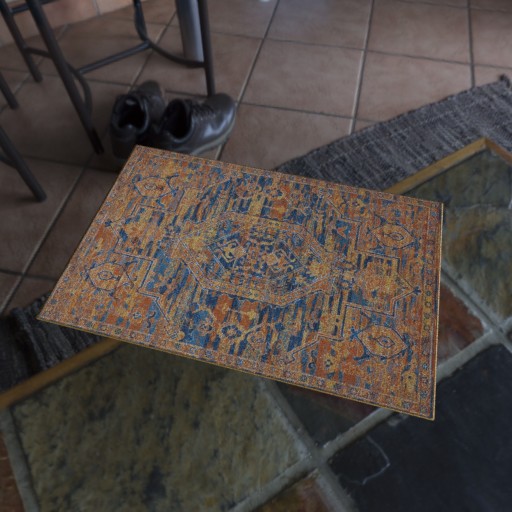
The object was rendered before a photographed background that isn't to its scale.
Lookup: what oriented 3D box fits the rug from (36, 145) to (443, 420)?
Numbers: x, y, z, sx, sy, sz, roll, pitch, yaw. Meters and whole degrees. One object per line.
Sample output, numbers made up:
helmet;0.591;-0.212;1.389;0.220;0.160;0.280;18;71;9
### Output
rug;0.000;0.000;2.177;1.758;0.013;1.148;12;58;8
